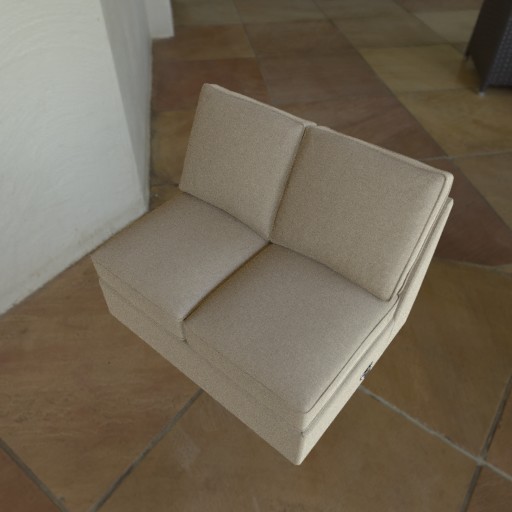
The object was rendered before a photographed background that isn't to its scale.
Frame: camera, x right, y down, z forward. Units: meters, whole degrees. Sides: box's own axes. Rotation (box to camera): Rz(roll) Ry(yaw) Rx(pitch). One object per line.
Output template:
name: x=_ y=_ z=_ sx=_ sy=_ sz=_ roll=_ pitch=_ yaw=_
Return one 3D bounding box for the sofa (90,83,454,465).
sofa: x=0.000 y=0.000 z=1.968 sx=1.237 sy=1.008 sz=0.951 roll=30 pitch=52 yaw=27
